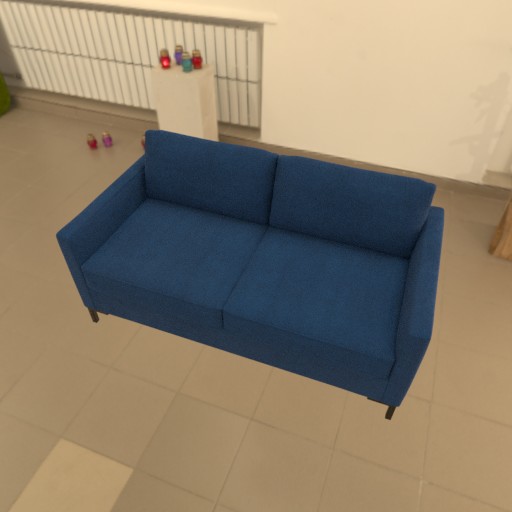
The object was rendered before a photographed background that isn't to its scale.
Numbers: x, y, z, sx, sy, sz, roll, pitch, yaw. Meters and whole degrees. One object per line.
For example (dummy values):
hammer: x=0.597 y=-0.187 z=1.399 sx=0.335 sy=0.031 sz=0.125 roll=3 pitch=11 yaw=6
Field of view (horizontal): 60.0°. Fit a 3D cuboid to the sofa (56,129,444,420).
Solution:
sofa: x=0.000 y=0.000 z=2.219 sx=1.676 sy=0.817 sz=0.875 roll=14 pitch=45 yaw=15
